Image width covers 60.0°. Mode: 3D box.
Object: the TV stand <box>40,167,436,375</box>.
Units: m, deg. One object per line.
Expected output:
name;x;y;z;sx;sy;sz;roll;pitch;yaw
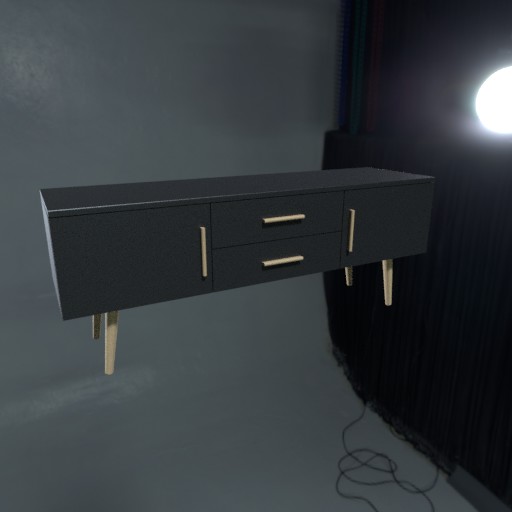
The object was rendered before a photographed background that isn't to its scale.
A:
TV stand;0.000;0.000;1.577;1.312;0.518;0.390;-9;20;-26
